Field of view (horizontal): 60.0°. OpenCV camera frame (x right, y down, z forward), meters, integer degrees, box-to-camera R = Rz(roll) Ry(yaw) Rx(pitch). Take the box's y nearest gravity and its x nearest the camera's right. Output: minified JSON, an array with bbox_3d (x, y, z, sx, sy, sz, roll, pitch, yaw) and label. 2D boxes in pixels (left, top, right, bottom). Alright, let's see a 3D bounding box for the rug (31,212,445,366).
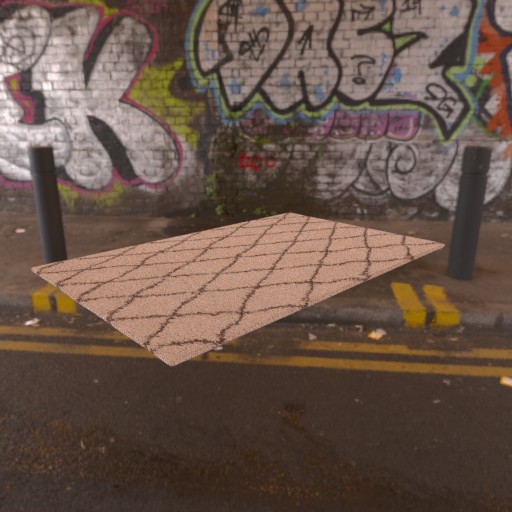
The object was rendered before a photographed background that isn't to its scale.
[{"bbox_3d":[0.000,0.000,3.449,2.743,0.030,1.778,-16,24,-41],"label":"rug"}]
